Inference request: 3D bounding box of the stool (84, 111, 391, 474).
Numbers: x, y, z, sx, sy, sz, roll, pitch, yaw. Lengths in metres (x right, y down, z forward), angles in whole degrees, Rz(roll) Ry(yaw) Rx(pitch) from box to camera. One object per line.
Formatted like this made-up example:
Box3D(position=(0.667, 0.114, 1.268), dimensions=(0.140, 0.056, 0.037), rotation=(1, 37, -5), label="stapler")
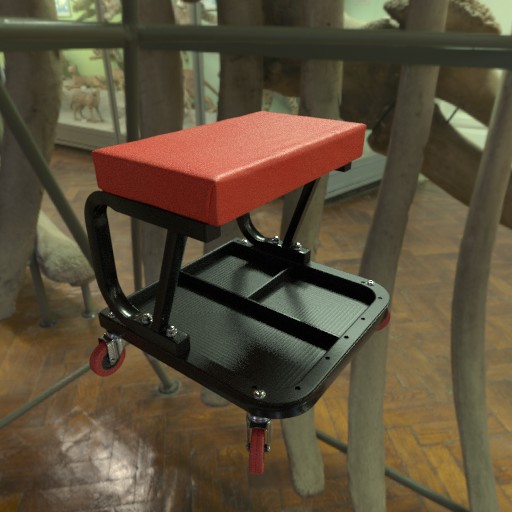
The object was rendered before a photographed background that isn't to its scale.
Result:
Box3D(position=(0.000, 0.000, 0.710), dimensions=(0.371, 0.380, 0.446), rotation=(19, 33, 32), label="stool")
